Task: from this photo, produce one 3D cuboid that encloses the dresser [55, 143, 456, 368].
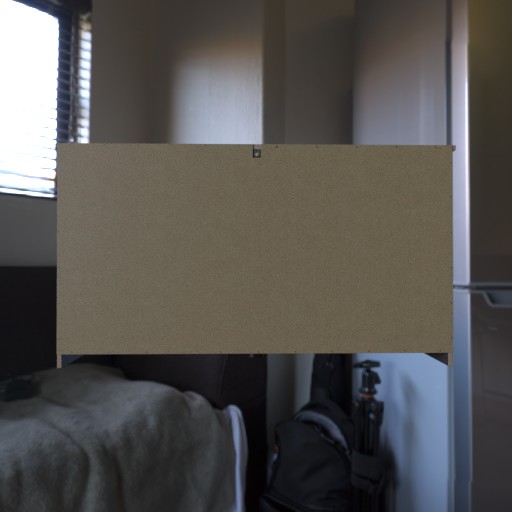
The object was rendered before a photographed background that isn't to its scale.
[{"bbox_3d":[0.000,0.000,1.697,1.360,0.755,0.401,0,0,-1],"label":"dresser"}]
